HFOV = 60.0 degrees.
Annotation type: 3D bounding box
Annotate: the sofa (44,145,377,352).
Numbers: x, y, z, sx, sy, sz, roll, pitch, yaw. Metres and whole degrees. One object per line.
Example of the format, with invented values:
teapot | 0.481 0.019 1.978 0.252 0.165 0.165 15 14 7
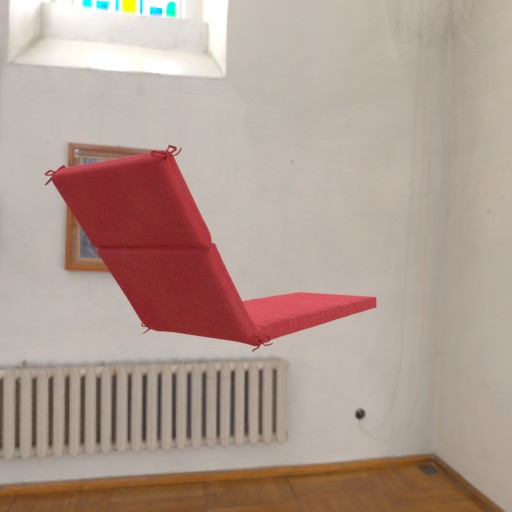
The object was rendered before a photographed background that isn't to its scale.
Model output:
sofa | 0.000 0.000 1.959 0.582 0.622 1.663 1 1 35
